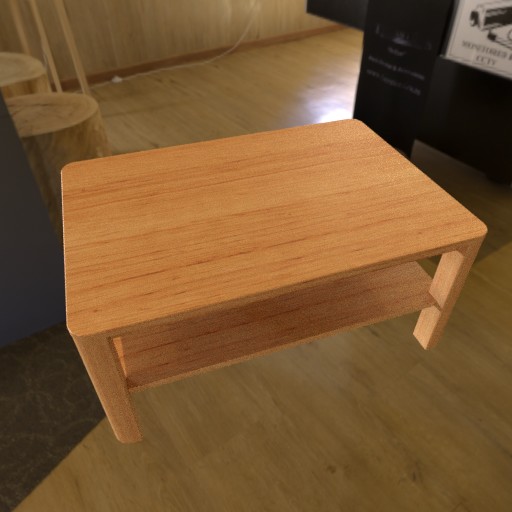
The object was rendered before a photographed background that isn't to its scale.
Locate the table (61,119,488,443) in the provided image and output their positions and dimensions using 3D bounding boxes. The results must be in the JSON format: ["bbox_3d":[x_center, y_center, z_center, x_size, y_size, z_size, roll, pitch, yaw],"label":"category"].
[{"bbox_3d":[0.000,0.000,1.353,0.997,0.445,0.696,-13,43,-14],"label":"table"}]
